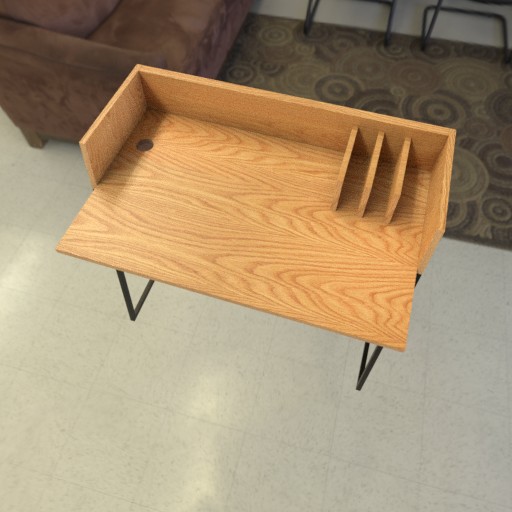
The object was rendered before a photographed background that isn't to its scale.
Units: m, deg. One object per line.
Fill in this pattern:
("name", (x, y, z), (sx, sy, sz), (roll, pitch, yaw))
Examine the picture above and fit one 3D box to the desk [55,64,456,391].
("desk", (0.000, 0.000, 1.863), (1.191, 1.061, 0.769), (15, 59, 9))
